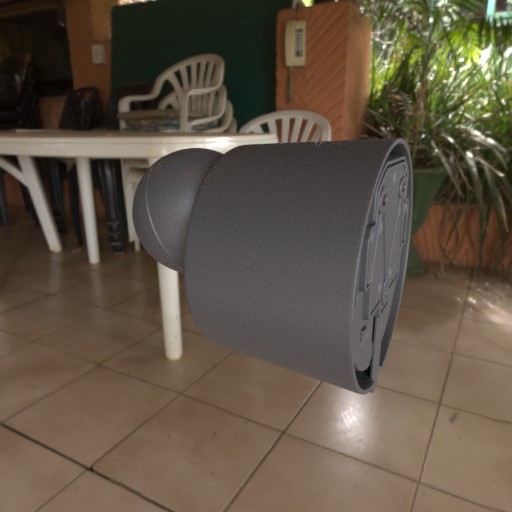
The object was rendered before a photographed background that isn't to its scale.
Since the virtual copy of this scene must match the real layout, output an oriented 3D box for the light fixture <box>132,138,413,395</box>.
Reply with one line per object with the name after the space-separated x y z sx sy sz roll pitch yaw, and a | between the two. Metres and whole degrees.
0.000 0.000 0.273 0.160 0.143 0.134 9 19 27 | light fixture
